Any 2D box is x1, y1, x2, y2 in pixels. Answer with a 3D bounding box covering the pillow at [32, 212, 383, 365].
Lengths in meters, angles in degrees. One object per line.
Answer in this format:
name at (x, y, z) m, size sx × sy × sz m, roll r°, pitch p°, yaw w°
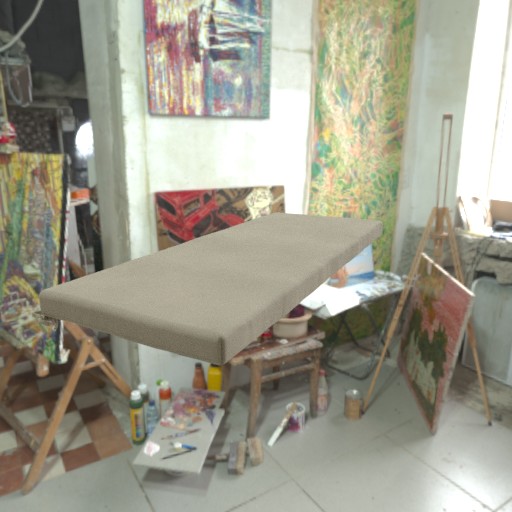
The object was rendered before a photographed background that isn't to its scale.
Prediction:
pillow at (0.000, 0.000, 1.308) m, size 0.492 × 0.081 × 1.187 m, roll 8°, pitch 17°, yaw 27°
